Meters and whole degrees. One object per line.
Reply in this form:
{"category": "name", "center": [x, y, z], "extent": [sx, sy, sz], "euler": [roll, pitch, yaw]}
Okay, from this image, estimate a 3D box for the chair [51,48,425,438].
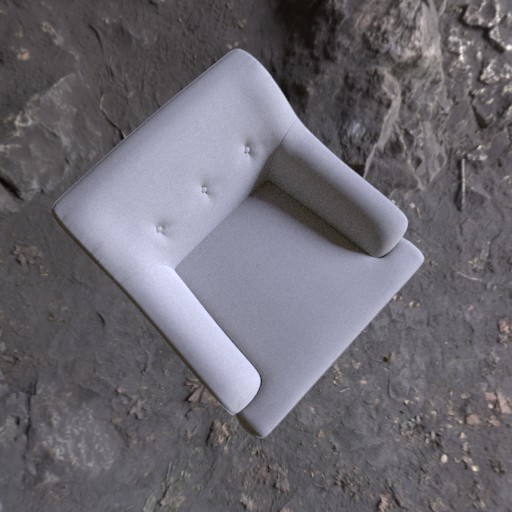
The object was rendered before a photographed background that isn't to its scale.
{"category": "chair", "center": [0.000, 0.000, 1.664], "extent": [0.951, 0.818, 0.946], "euler": [43, 79, 10]}
